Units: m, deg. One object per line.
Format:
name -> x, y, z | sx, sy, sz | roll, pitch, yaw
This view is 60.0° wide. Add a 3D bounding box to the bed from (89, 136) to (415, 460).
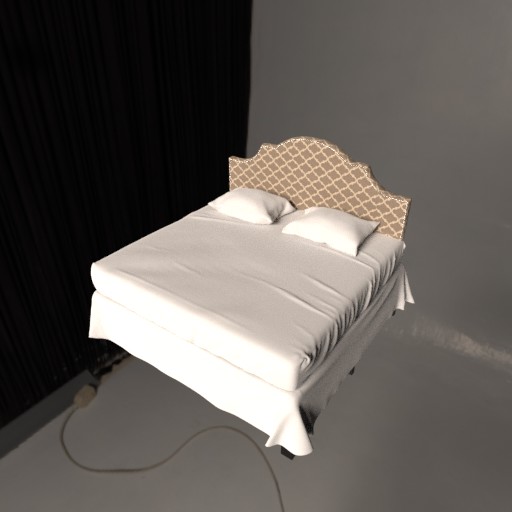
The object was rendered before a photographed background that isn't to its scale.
bed -> 0.000, 0.000, 3.827 | 2.314, 1.601, 2.222 | 20, 36, 30
